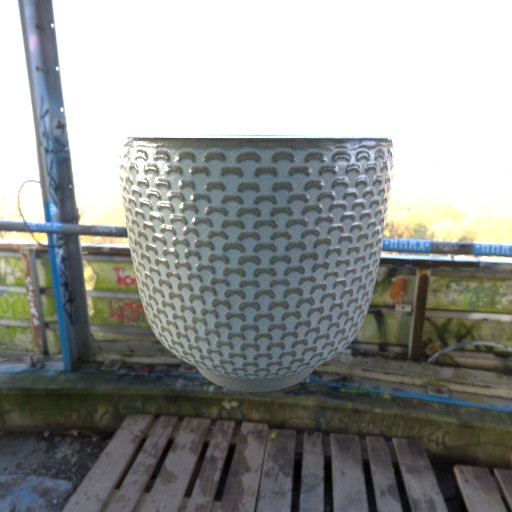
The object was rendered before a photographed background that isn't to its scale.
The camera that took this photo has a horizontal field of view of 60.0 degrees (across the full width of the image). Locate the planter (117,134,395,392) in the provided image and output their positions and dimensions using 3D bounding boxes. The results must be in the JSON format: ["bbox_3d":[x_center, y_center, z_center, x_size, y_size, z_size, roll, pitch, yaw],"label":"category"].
[{"bbox_3d":[0.000,0.000,0.305,0.173,0.160,0.173,0,16,0],"label":"planter"}]
